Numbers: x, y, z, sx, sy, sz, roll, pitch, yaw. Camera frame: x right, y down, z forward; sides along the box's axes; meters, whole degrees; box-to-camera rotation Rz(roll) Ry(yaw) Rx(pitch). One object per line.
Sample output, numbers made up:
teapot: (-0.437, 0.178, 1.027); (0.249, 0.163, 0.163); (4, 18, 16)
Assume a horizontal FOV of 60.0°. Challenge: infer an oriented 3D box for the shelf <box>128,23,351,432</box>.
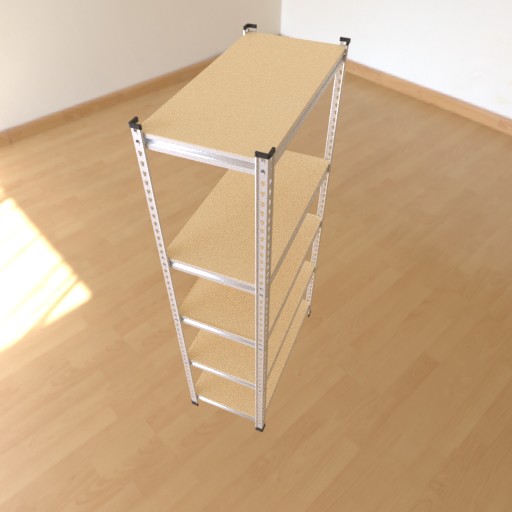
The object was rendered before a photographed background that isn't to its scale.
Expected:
shelf: (0.000, 0.000, 2.209); (0.457, 1.829, 0.914); (16, 48, 15)
